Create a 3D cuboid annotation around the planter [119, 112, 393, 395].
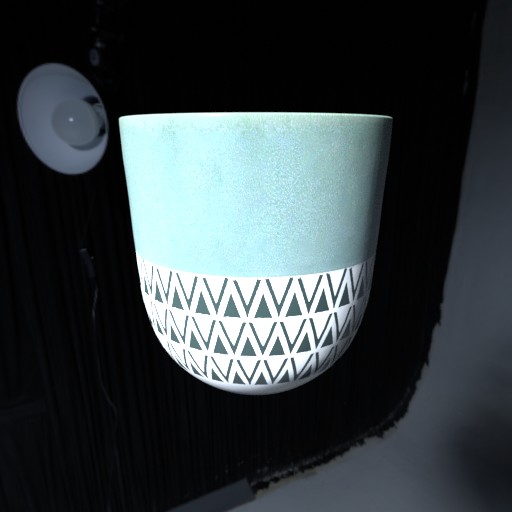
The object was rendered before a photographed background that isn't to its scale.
[{"bbox_3d":[0.000,0.000,0.362,0.198,0.214,0.198,0,15,0],"label":"planter"}]
